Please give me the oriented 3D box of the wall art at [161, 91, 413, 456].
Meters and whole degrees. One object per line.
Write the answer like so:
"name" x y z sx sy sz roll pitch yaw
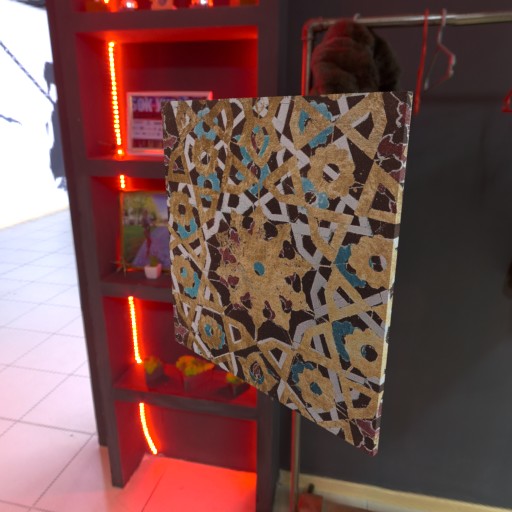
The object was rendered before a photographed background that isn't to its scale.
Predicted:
"wall art" 0.000 0.000 0.605 0.010 0.406 0.404 -16 24 -42
